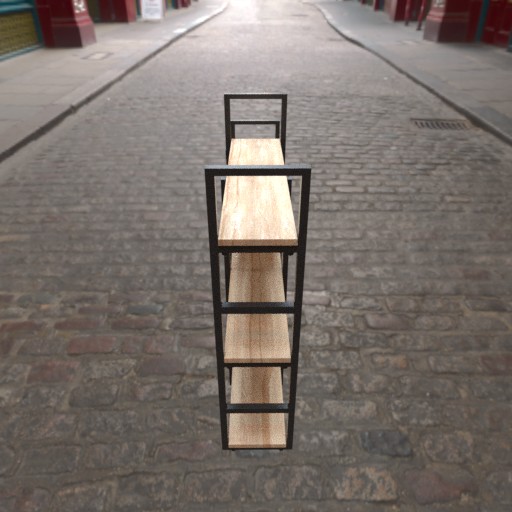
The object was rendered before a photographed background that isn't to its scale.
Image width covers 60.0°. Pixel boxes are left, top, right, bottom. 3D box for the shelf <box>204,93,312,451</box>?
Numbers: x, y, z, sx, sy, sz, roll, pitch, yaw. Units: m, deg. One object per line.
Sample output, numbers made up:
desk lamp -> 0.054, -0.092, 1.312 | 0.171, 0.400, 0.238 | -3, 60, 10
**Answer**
shelf -> 0.000, 0.000, 1.394 | 0.183, 0.921, 0.946 | 0, 31, 0
